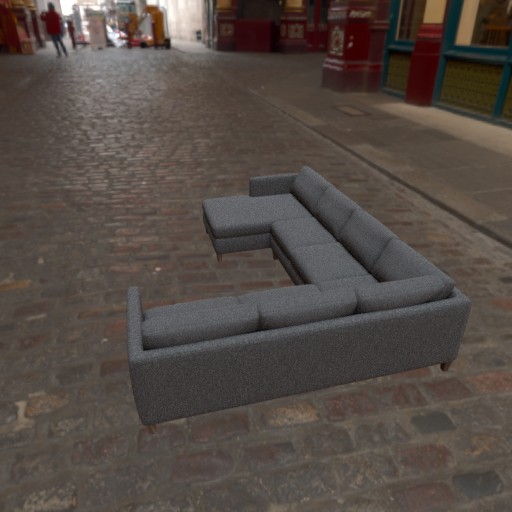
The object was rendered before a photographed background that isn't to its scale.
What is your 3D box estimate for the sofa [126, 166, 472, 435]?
[{"bbox_3d":[0.000,0.000,4.511,2.551,0.853,3.238,-7,30,-13],"label":"sofa"}]
